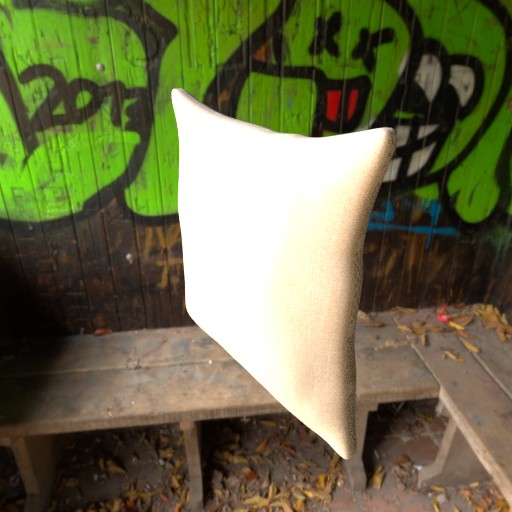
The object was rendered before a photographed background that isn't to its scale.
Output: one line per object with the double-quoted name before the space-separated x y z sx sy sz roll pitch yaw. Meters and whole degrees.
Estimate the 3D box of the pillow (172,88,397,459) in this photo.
"pillow" 0.000 0.000 0.654 0.138 0.432 0.436 -18 32 -31
